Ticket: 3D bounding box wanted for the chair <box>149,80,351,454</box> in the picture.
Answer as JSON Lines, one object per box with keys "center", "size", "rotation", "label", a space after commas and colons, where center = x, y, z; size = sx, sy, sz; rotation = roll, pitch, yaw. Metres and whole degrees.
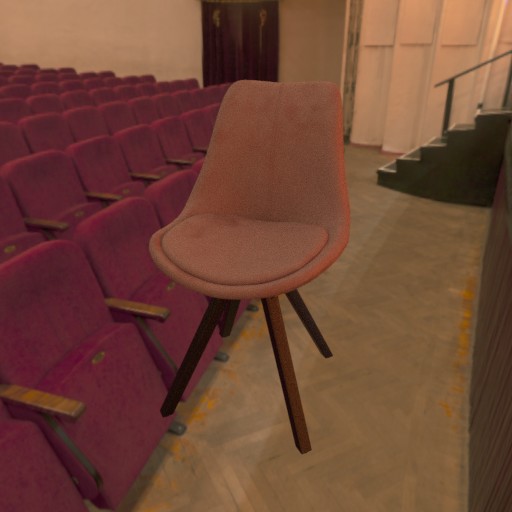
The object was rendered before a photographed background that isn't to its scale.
{"center": [0.000, 0.000, 1.207], "size": [0.483, 0.865, 0.547], "rotation": [8, 26, 17], "label": "chair"}
